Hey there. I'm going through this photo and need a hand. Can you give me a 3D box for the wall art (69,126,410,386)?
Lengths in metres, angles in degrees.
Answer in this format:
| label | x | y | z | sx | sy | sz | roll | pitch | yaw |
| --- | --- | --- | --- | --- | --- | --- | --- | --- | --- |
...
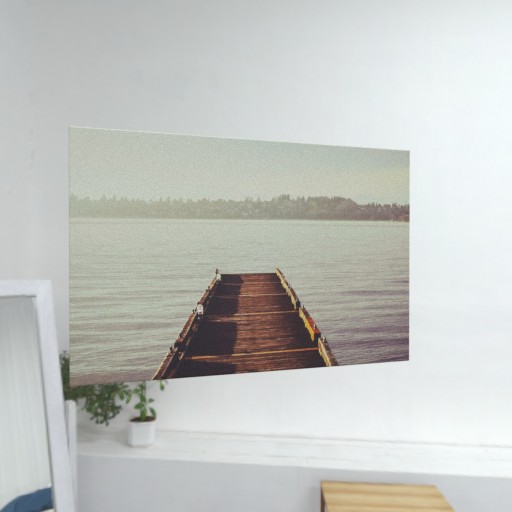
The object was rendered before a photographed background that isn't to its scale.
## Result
| label | x | y | z | sx | sy | sz | roll | pitch | yaw |
| --- | --- | --- | --- | --- | --- | --- | --- | --- | --- |
| wall art | 0.000 | 0.000 | 1.473 | 1.149 | 0.765 | 0.040 | 0 | 1 | -16 |
